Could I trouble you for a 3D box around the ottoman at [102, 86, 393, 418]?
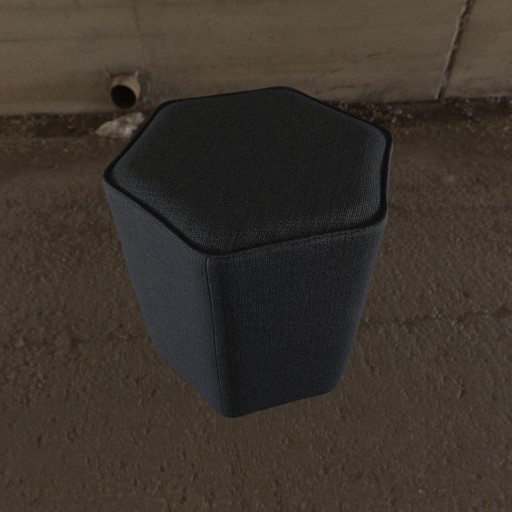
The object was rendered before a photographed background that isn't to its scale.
[{"bbox_3d":[0.000,0.000,0.893,0.454,0.505,0.492,-33,54,-27],"label":"ottoman"}]
